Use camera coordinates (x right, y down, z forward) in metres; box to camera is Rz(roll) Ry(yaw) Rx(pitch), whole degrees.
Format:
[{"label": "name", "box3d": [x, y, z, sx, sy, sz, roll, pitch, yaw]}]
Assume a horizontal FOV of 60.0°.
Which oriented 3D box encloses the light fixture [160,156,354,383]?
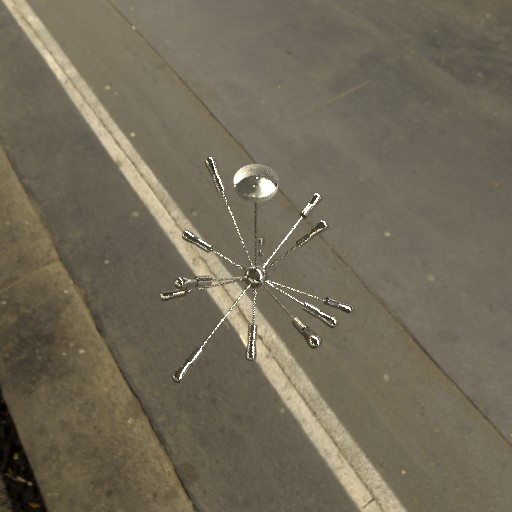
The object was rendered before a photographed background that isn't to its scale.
[{"label": "light fixture", "box3d": [0.000, 0.000, 1.098, 0.509, 0.558, 0.684, 30, 63, 17]}]
